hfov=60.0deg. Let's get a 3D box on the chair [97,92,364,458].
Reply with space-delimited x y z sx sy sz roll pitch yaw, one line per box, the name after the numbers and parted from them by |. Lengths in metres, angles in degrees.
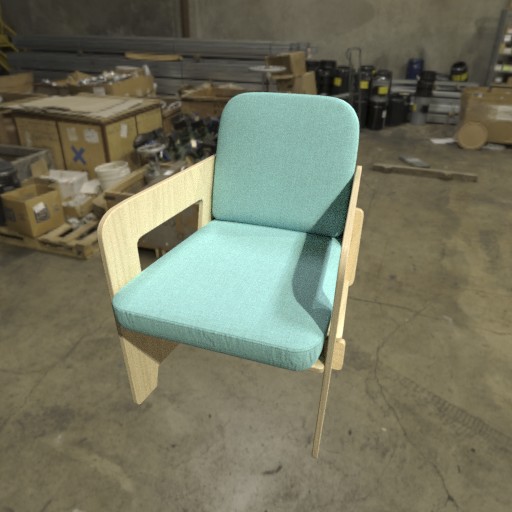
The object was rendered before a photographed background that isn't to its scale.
0.000 0.000 1.270 0.590 0.800 0.710 10 30 17 | chair
